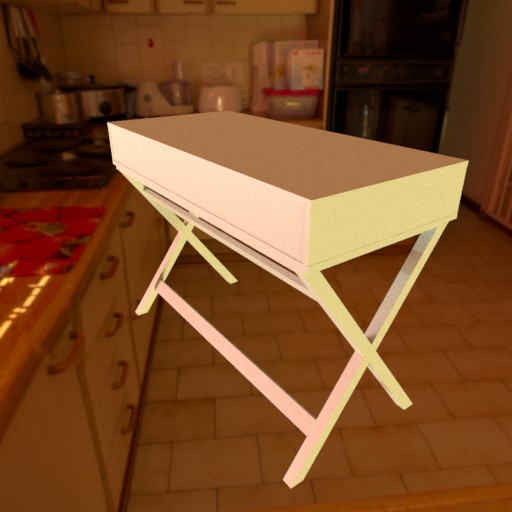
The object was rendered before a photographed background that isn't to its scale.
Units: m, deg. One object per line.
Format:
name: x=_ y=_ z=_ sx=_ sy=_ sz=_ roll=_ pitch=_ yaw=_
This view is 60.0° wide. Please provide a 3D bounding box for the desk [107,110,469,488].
desk: x=0.000 y=0.000 z=1.482 sx=0.525 sy=0.780 sz=1.057 roll=-18 pitch=31 yaw=-32
